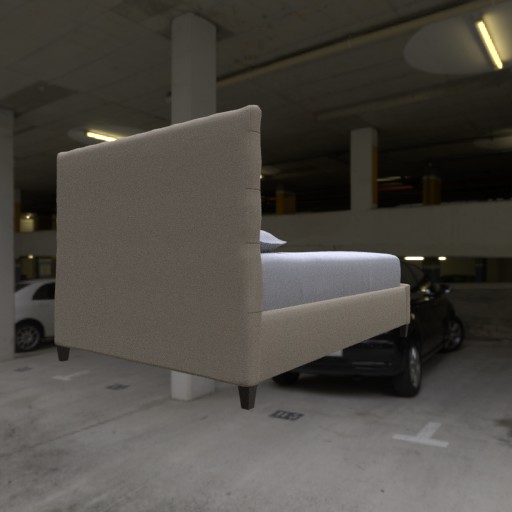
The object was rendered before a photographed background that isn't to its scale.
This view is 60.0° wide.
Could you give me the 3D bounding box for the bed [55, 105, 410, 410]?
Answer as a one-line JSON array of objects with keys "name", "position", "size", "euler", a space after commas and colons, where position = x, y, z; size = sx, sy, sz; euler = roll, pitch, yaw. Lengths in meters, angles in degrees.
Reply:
[{"name": "bed", "position": [0.000, 0.000, 3.481], "size": [1.698, 1.427, 2.387], "euler": [0, 0, 36]}]
